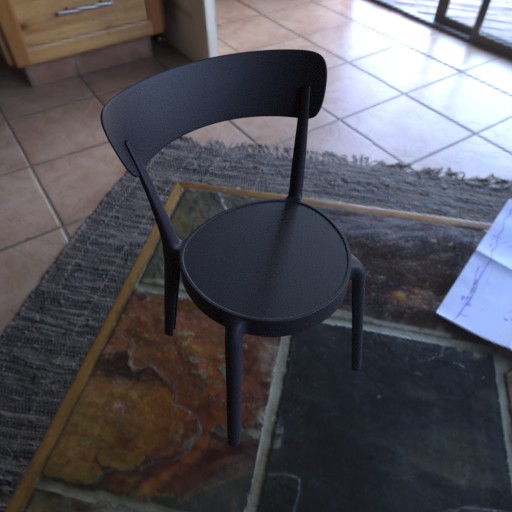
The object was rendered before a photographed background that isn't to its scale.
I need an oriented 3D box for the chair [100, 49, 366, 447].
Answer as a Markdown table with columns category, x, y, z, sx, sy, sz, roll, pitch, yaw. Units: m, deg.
| category | x | y | z | sx | sy | sz | roll | pitch | yaw |
| --- | --- | --- | --- | --- | --- | --- | --- | --- | --- |
| chair | 0.000 | 0.000 | 1.094 | 0.506 | 0.790 | 0.491 | -24 | 52 | -21 |
